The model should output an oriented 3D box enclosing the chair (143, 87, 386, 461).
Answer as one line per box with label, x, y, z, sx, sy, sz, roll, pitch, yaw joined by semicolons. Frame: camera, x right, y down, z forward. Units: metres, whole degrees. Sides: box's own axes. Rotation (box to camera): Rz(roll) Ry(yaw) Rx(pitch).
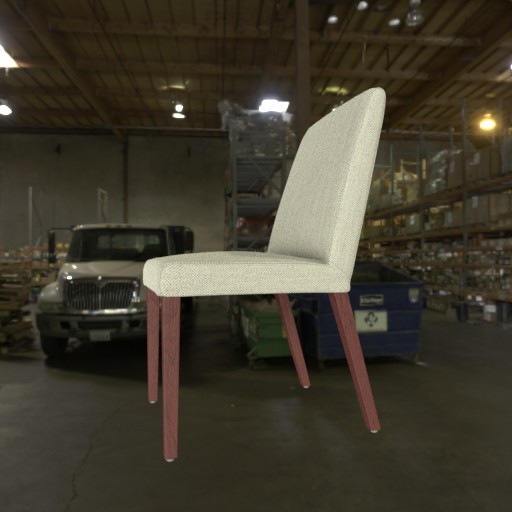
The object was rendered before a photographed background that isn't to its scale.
chair;0.000;0.000;1.257;0.594;0.900;0.480;0;0;-18
